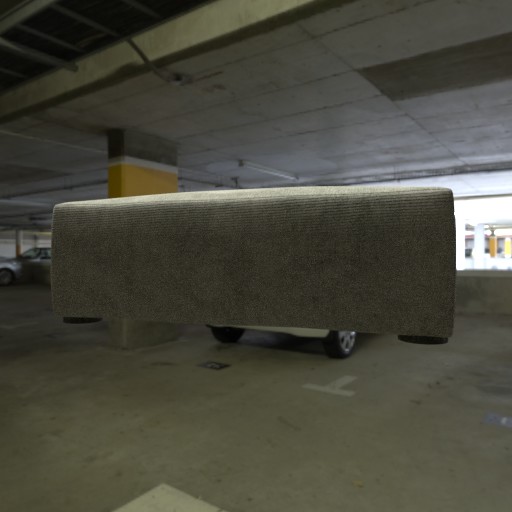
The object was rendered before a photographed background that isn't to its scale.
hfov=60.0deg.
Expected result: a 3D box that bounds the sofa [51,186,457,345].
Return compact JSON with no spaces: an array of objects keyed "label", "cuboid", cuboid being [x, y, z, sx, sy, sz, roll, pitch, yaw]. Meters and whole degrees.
[{"label":"sofa","cuboid":[0.000,0.000,1.172,0.930,0.330,0.480,0,0,18]}]
